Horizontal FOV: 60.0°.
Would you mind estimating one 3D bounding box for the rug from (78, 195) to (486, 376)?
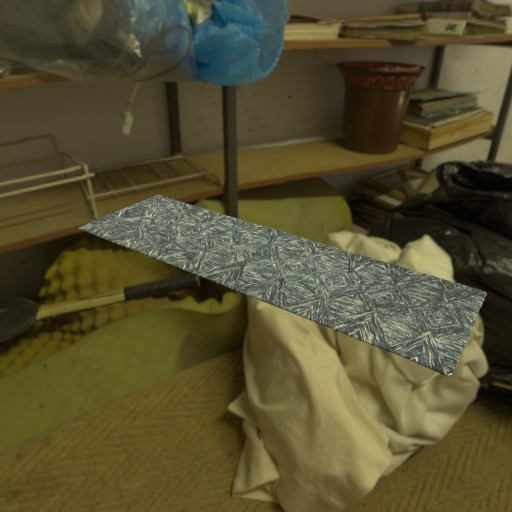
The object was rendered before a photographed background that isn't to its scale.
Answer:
[{"bbox_3d":[0.000,0.000,2.515,2.306,0.013,0.719,19,34,30],"label":"rug"}]
